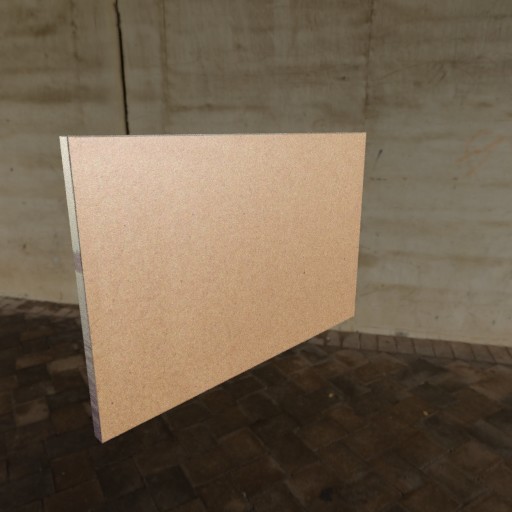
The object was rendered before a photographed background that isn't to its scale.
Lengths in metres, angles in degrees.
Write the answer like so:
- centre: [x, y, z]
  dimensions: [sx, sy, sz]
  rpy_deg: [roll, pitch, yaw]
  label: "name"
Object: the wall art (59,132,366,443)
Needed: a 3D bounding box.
- centre: [0.000, 0.000, 0.767]
  dimensions: [0.615, 0.410, 0.021]
  rpy_deg: [-15, 22, -42]
  label: "wall art"
